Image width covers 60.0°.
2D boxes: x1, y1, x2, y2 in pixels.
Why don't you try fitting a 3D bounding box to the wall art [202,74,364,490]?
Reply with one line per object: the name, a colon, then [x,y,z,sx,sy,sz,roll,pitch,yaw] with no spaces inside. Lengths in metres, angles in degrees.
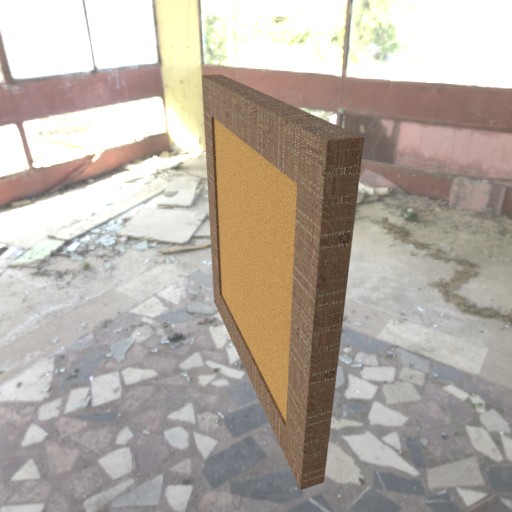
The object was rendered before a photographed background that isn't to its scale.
wall art: [0.000,0.000,0.772,0.040,0.531,0.531,-9,30,-17]
